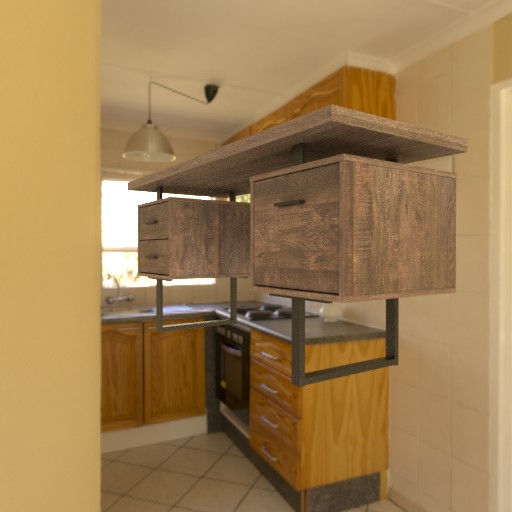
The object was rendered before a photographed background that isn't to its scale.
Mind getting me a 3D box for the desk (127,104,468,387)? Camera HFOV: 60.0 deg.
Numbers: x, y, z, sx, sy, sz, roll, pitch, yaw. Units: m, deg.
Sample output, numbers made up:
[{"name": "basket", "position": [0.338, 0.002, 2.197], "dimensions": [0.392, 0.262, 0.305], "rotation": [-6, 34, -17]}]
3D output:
[{"name": "desk", "position": [0.000, 0.000, 1.884], "dimensions": [0.600, 0.760, 1.524], "rotation": [0, 1, -35]}]
